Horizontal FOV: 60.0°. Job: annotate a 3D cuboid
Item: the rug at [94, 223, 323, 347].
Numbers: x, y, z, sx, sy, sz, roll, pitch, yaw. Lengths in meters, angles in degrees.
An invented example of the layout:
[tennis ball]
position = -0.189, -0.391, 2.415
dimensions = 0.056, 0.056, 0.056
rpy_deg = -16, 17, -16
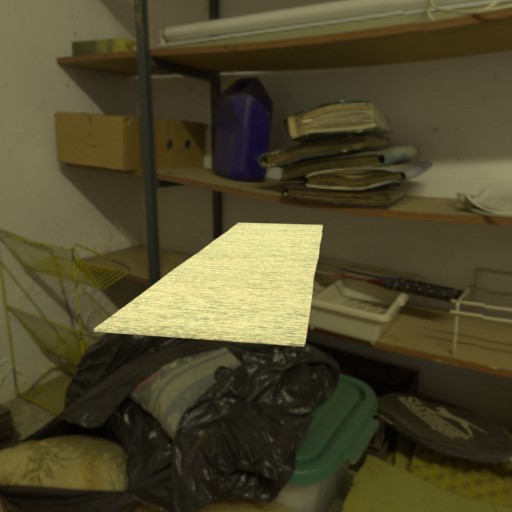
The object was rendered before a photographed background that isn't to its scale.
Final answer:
[rug]
position = 0.000, 0.000, 2.489
dimensions = 0.700, 0.014, 2.290
rpy_deg = 2, 13, 9
